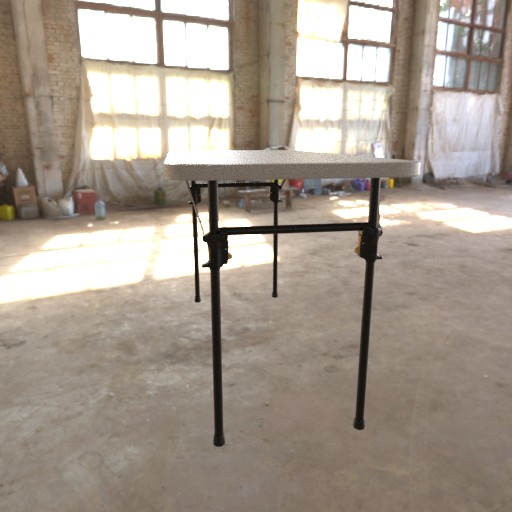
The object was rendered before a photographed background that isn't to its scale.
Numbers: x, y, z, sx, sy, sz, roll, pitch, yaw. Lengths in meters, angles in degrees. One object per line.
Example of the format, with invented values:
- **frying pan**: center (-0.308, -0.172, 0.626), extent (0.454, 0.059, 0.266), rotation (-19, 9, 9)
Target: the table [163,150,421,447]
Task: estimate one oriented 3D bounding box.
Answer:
- **table**: center (0.000, 0.000, 1.631), extent (0.610, 0.729, 1.219), rotation (-3, 15, -10)
